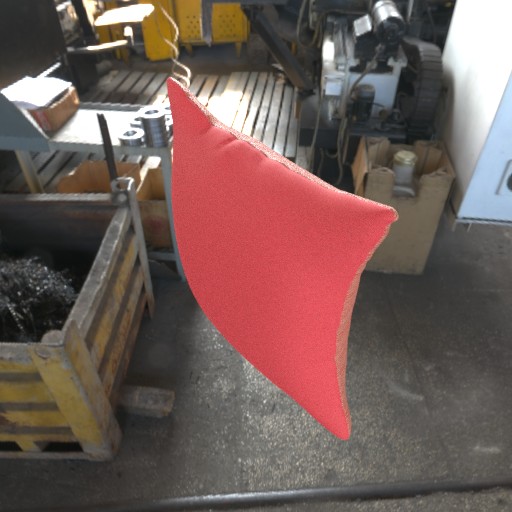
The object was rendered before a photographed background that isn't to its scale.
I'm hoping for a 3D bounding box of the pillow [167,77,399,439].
[{"bbox_3d":[0.000,0.000,0.815,0.229,0.501,0.559,-26,47,-27],"label":"pillow"}]
